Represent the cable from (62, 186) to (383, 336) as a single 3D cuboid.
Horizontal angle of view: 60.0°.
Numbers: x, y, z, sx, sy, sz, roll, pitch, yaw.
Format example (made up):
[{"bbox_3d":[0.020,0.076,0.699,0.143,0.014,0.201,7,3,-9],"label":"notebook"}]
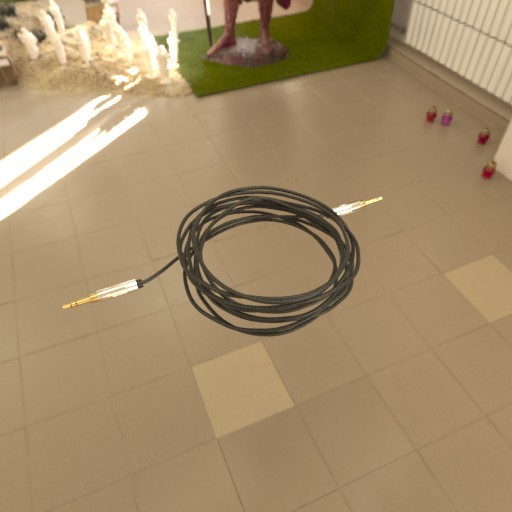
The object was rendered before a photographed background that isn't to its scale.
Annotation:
[{"bbox_3d":[0.000,0.000,0.505,0.432,0.069,0.198,-18,49,-16],"label":"cable"}]
